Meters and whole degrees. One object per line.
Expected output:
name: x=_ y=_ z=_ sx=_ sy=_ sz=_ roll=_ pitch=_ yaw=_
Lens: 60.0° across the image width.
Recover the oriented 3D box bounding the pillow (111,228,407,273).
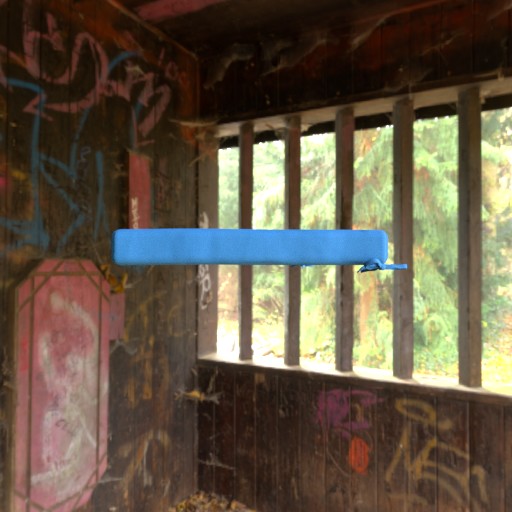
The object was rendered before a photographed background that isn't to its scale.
pillow: x=0.000 y=0.000 z=1.286 sx=0.492 sy=0.081 sz=1.187 roll=0 pitch=-1 yaw=-1
